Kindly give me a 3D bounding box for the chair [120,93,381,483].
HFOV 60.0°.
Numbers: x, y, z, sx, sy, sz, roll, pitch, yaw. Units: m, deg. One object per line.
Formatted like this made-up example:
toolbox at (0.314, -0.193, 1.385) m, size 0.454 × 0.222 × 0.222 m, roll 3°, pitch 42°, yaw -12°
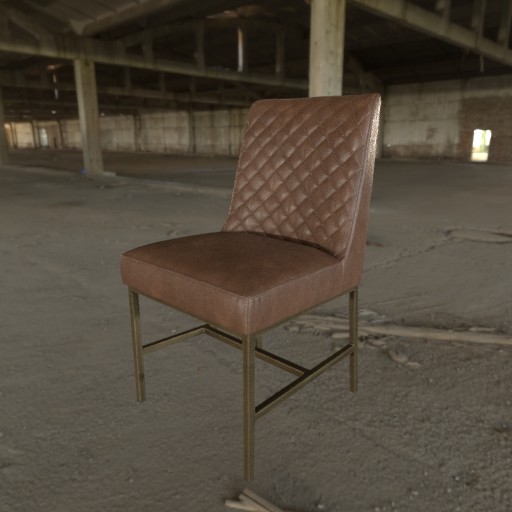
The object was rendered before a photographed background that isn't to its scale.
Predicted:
chair at (0.000, 0.000, 1.254) m, size 0.508 × 0.889 × 0.587 m, roll 14°, pitch 20°, yaw 42°
